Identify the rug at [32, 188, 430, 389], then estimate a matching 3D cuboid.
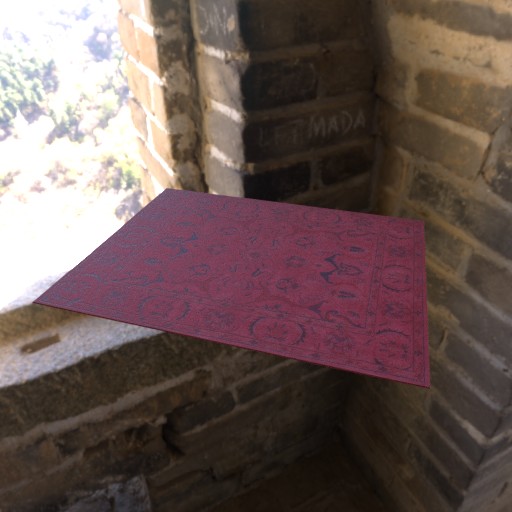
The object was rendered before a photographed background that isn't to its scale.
[{"bbox_3d":[0.000,0.000,4.006,2.929,0.012,2.300,9,33,14],"label":"rug"}]
